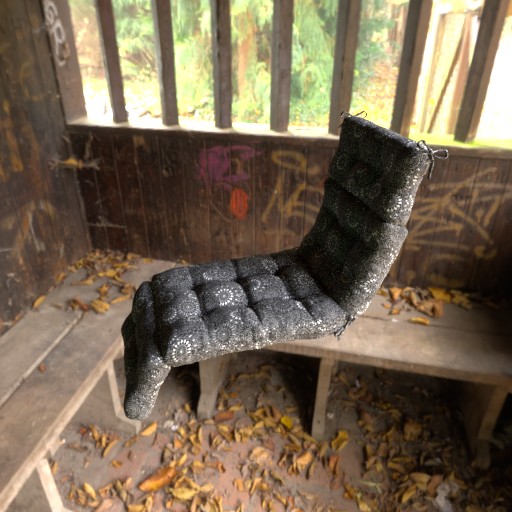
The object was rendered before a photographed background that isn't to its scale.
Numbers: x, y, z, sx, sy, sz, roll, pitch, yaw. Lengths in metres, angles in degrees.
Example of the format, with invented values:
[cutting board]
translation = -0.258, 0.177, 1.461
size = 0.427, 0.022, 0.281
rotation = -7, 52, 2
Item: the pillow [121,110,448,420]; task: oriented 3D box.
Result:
[pillow]
translation = 0.000, 0.000, 1.549
size = 1.016, 0.863, 0.526
rotation = -8, 30, -14
